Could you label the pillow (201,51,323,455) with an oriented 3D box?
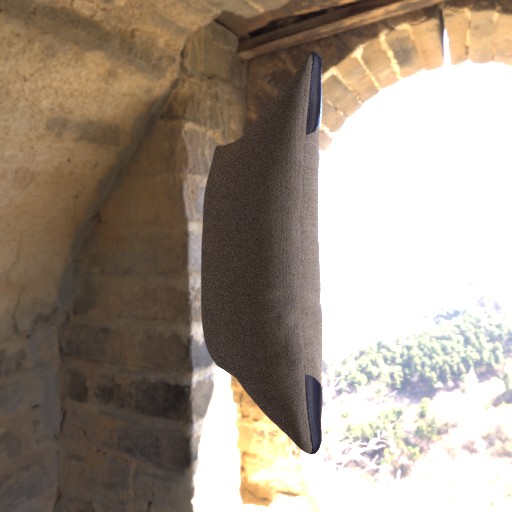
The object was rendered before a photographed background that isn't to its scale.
[{"bbox_3d":[0.000,0.000,0.685,0.147,0.441,0.440,0,0,-19],"label":"pillow"}]
